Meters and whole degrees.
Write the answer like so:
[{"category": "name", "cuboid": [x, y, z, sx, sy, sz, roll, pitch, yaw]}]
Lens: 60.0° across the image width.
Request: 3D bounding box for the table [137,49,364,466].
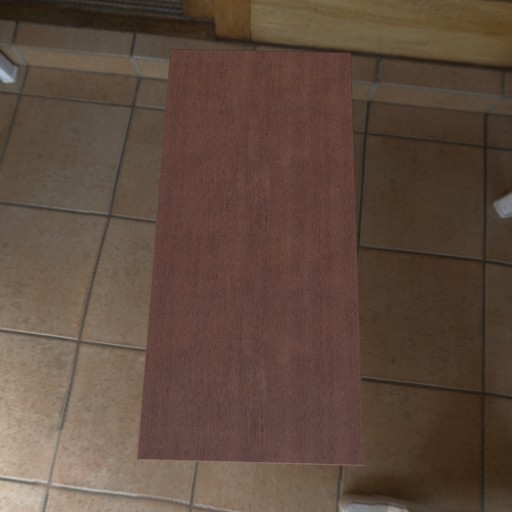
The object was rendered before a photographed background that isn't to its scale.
[{"category": "table", "cuboid": [0.000, 0.000, 1.282, 0.483, 0.457, 1.016, 1, 76, 0]}]
